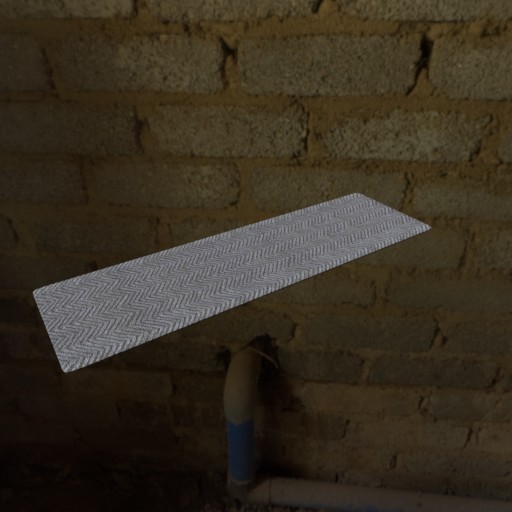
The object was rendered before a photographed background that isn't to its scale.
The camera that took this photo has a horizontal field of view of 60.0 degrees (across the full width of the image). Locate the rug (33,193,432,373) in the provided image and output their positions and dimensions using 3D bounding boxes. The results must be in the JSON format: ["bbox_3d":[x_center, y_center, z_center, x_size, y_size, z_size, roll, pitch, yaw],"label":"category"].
[{"bbox_3d":[0.000,0.000,2.556,2.286,0.008,0.686,-19,36,-28],"label":"rug"}]
